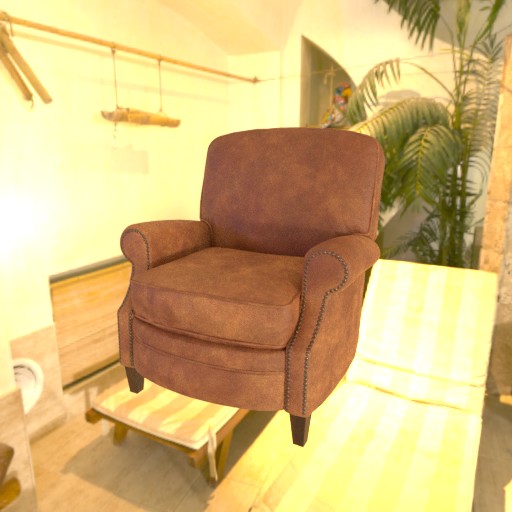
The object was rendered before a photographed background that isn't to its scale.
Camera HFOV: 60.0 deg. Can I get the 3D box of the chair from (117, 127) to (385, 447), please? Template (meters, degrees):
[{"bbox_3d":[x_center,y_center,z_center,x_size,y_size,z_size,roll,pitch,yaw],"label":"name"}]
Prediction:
[{"bbox_3d":[0.000,0.000,1.786,0.936,1.018,0.986,7,16,26],"label":"chair"}]
